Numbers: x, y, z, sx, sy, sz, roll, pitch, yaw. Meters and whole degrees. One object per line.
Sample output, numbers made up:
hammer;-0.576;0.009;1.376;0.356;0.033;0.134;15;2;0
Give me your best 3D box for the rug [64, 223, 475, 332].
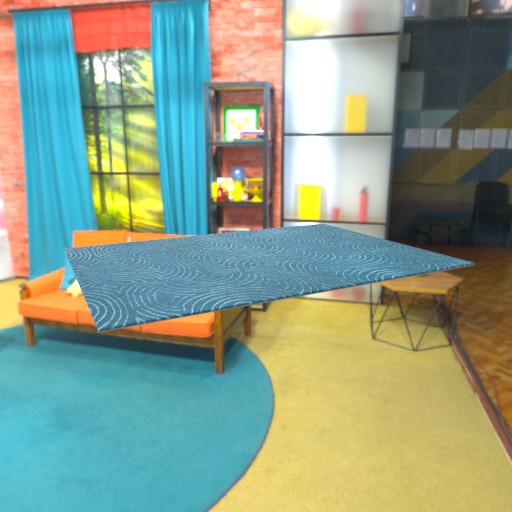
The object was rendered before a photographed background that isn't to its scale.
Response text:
rug;0.000;0.000;2.828;2.144;0.015;1.543;-7;16;-26
